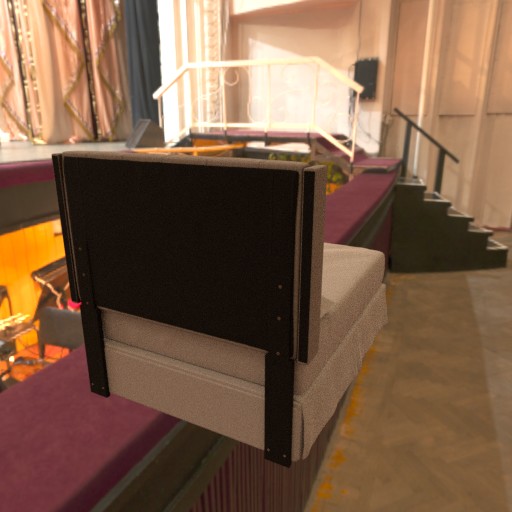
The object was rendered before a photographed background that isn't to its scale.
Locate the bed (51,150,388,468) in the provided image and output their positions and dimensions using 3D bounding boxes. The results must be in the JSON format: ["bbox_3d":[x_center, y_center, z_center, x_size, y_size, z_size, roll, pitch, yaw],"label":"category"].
[{"bbox_3d":[0.000,0.000,3.408,1.719,1.665,2.066,9,20,26],"label":"bed"}]
